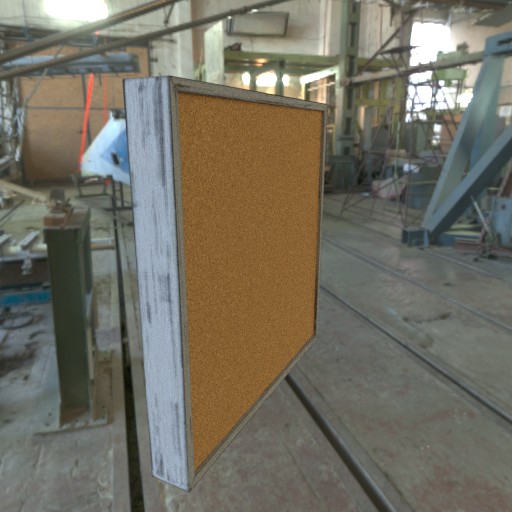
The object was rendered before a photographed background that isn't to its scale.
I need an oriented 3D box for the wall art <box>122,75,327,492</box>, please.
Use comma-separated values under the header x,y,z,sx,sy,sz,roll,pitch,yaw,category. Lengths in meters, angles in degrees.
x,y,z,sx,sy,sz,roll,pitch,yaw,category
0.000,0.000,0.443,0.036,0.303,0.303,8,17,26,wall art
